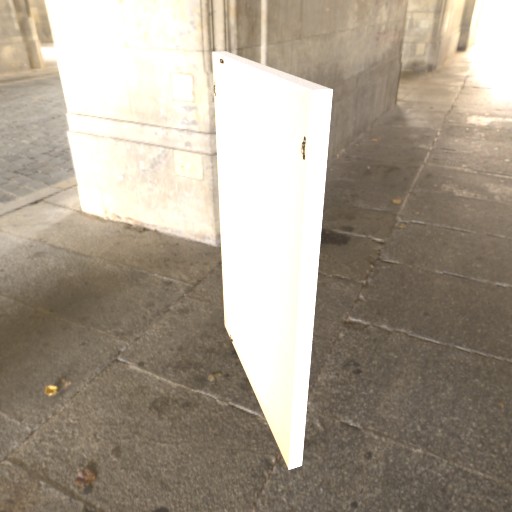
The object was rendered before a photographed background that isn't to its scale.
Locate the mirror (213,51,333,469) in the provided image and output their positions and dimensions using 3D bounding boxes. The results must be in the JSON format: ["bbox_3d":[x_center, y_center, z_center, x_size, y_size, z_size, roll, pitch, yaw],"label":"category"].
[{"bbox_3d":[0.000,0.000,1.151,0.041,0.915,0.609,-10,31,-16],"label":"mirror"}]
